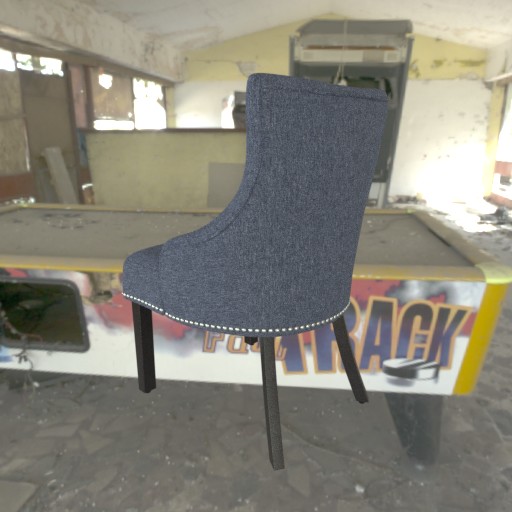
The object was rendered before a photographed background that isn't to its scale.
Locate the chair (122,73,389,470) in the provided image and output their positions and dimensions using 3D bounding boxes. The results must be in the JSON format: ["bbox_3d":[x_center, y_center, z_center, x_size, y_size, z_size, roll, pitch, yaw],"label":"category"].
[{"bbox_3d":[0.000,0.000,1.290,0.629,0.909,0.566,14,21,43],"label":"chair"}]
